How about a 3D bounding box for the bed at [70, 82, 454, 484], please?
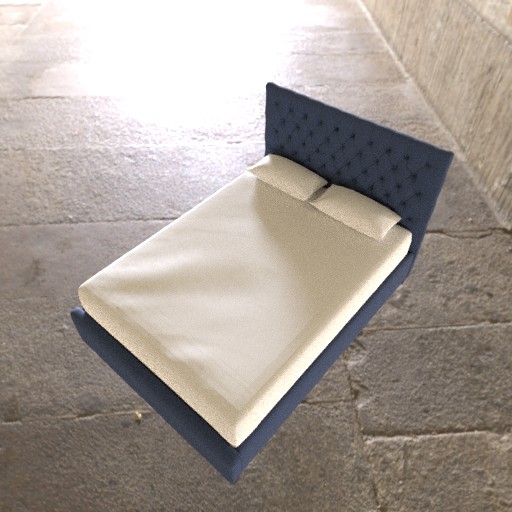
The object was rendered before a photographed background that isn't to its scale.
[{"bbox_3d":[0.000,0.000,3.384,1.706,1.427,2.387,32,54,27],"label":"bed"}]
